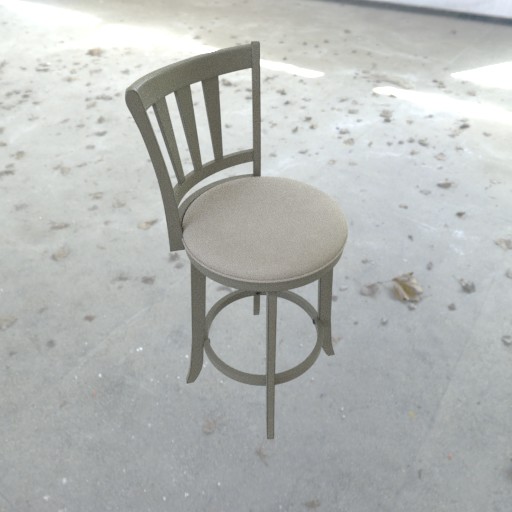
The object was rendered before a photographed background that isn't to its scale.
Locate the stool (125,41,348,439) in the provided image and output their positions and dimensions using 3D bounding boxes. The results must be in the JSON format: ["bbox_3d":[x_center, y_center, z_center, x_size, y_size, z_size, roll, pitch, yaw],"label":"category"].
[{"bbox_3d":[0.000,0.000,1.251,0.486,0.994,0.450,25,46,27],"label":"stool"}]
